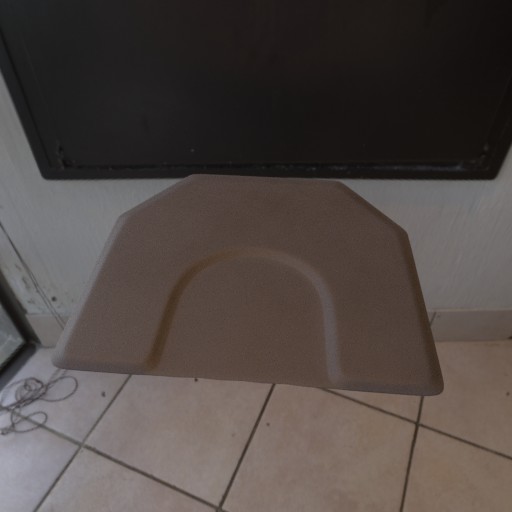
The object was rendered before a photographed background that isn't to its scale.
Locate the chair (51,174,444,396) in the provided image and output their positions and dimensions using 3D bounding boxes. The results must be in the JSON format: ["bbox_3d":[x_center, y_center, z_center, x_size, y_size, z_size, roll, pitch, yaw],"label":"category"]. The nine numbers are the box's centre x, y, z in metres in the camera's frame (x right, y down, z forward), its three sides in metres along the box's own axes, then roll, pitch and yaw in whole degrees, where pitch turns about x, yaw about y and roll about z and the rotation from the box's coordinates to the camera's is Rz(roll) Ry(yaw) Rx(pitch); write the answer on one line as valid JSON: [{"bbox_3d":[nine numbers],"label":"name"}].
[{"bbox_3d":[0.000,0.000,1.934,1.372,0.024,1.219,3,45,3],"label":"chair"}]
